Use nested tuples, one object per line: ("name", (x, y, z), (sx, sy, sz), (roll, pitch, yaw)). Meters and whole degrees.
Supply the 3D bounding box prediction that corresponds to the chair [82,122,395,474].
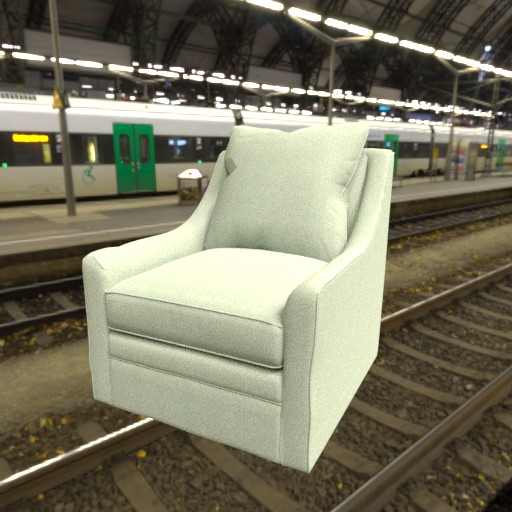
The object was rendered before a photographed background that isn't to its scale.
("chair", (0.000, 0.000, 1.549), (0.760, 0.926, 0.870), (7, 15, 27))
